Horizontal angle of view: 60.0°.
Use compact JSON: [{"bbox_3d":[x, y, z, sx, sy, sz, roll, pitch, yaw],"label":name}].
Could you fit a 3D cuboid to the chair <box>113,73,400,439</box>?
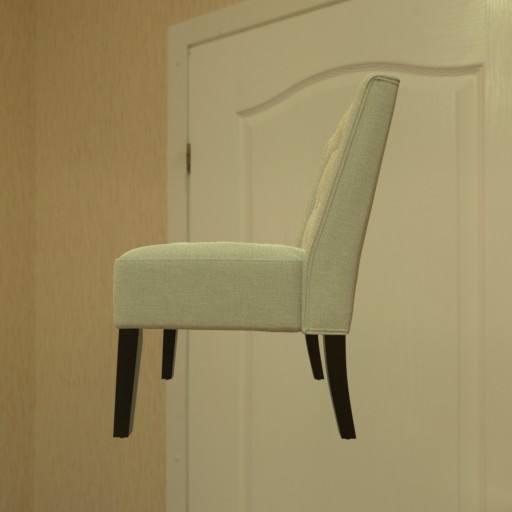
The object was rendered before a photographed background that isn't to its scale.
[{"bbox_3d":[0.000,0.000,1.291,0.676,0.853,0.569,0,-1,1],"label":"chair"}]
